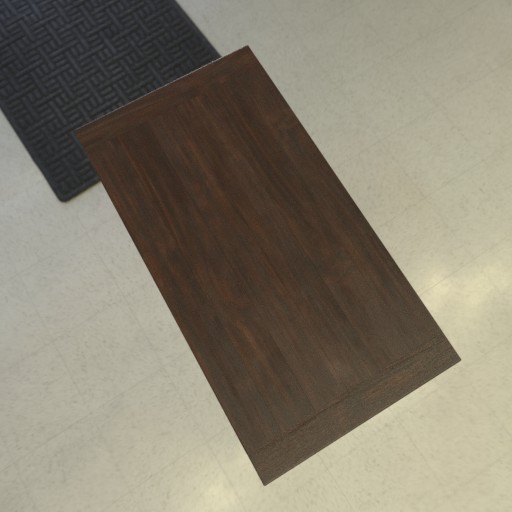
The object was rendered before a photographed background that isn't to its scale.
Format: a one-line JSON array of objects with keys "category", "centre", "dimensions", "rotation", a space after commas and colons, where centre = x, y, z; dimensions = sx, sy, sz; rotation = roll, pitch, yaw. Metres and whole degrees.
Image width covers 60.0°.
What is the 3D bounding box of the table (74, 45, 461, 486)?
[{"category": "table", "centre": [0.000, 0.000, 1.641], "dimensions": [0.700, 0.494, 1.270], "rotation": [-29, 78, -7]}]
